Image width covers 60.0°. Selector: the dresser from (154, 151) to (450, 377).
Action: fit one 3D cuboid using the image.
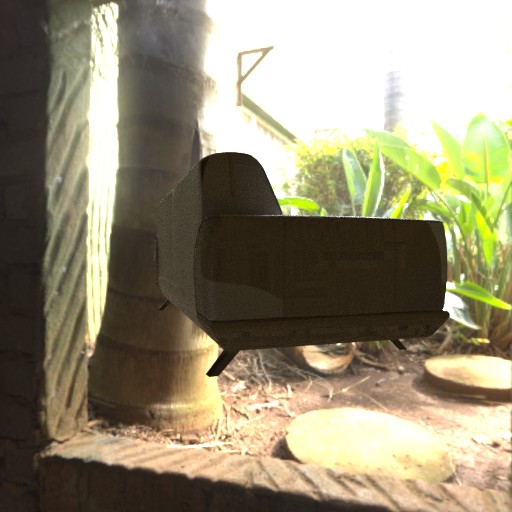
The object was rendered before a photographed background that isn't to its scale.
[{"bbox_3d":[0.000,0.000,5.816,2.251,1.863,4.679,0,1,-18],"label":"dresser"}]
